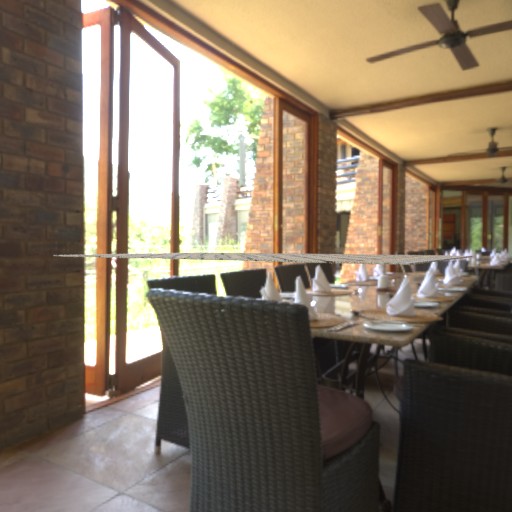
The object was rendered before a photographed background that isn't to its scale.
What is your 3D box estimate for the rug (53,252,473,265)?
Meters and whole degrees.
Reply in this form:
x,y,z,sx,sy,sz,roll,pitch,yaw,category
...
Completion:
x,y,z,sx,sy,sz,roll,pitch,yaw,category
0.000,0.000,2.455,2.006,0.008,1.196,1,2,35,rug
